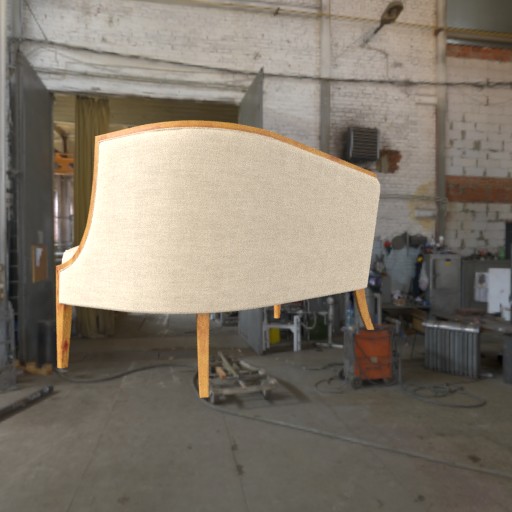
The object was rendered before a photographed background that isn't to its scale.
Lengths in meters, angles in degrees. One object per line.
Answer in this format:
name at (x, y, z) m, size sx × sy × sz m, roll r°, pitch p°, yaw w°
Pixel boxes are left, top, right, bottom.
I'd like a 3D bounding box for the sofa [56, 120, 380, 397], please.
sofa at (0.000, 0.000, 1.940) m, size 0.770 × 0.775 × 1.474 m, roll 0°, pitch 1°, yaw 35°
